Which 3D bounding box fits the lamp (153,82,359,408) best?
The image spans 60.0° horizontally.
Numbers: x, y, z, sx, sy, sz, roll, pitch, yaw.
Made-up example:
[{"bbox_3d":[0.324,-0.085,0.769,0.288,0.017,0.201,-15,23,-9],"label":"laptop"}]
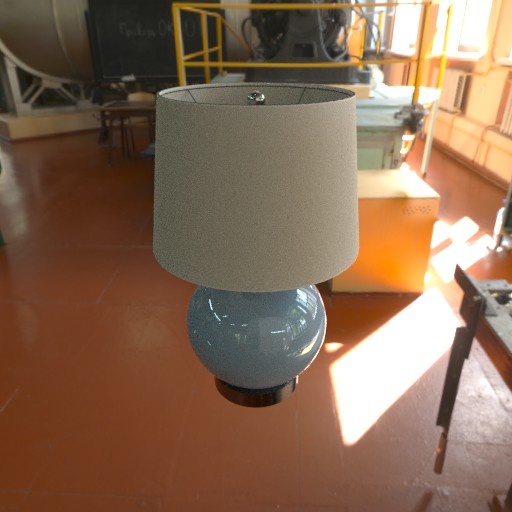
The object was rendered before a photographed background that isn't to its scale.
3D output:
[{"bbox_3d":[0.000,0.000,0.551,0.247,0.387,0.247,0,26,0],"label":"lamp"}]
